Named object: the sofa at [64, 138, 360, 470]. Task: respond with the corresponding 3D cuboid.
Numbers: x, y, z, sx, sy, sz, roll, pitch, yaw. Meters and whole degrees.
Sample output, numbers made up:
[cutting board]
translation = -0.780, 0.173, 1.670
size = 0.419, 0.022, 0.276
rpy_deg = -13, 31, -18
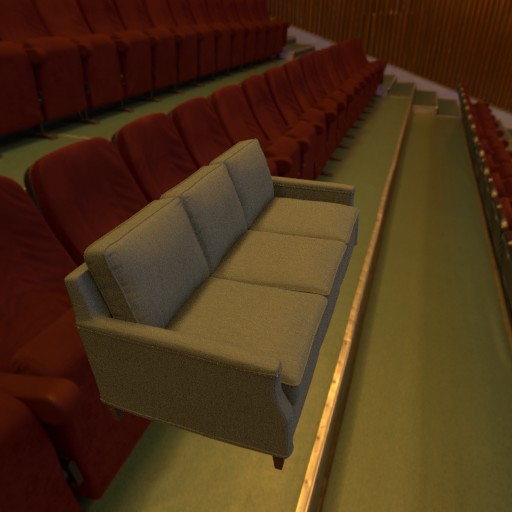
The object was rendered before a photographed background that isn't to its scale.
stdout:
[sofa]
translation = 0.000, 0.000, 2.857
size = 1.084, 1.003, 2.246
rpy_deg = 9, 30, 16
